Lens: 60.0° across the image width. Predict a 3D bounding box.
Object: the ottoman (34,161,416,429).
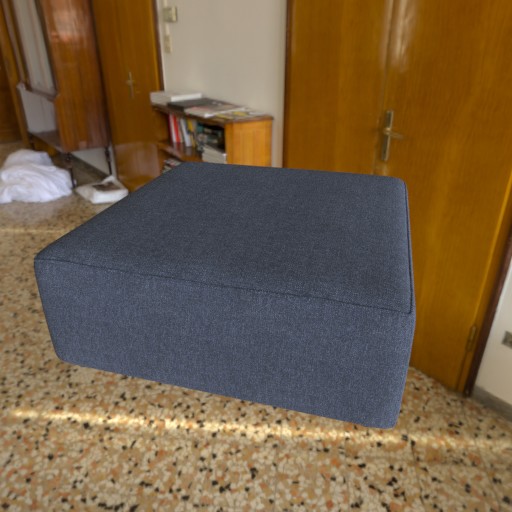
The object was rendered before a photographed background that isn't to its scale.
[{"bbox_3d":[0.000,0.000,1.544,1.000,0.439,1.000,7,28,14],"label":"ottoman"}]
